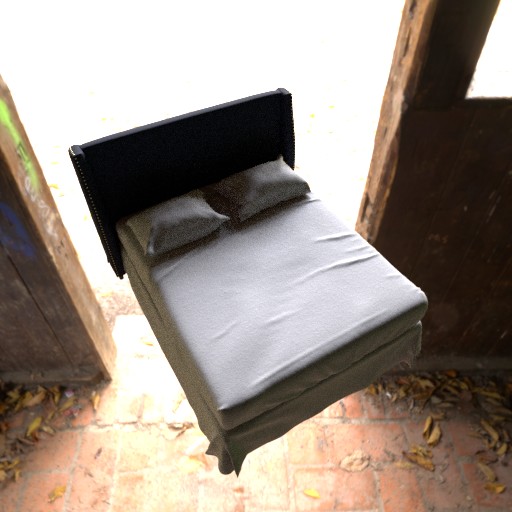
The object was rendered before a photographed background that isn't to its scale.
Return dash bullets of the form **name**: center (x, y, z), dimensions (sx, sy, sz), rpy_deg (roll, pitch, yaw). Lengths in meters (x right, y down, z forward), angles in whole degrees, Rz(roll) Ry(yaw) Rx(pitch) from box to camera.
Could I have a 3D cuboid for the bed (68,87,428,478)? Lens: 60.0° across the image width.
- **bed**: center (0.000, 0.000, 3.385), dimensions (1.925, 1.332, 2.276), rpy_deg (-23, 51, -20)
